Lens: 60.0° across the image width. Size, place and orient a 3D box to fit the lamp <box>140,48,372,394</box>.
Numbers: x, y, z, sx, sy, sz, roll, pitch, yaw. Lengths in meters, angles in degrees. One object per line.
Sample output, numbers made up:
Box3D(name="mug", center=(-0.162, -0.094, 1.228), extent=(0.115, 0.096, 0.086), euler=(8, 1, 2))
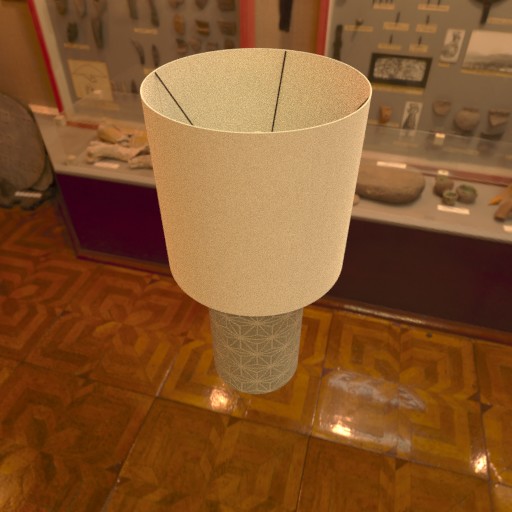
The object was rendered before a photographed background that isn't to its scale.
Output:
Box3D(name="lamp", center=(0.000, 0.000, 0.537), extent=(0.206, 0.416, 0.206), euler=(11, 42, 13))
